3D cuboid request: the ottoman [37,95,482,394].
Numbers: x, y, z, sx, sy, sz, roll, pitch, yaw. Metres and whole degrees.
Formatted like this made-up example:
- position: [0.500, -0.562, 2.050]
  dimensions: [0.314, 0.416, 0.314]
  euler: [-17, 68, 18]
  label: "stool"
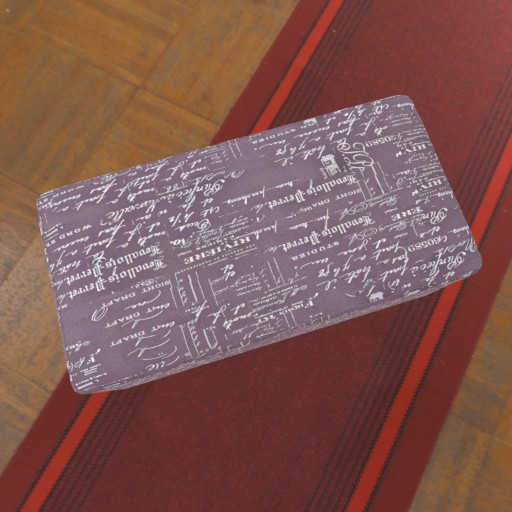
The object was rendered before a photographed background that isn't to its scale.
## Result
- position: [0.000, 0.000, 1.050]
  dimensions: [0.813, 0.457, 0.406]
  euler: [-16, 76, -4]
  label: "ottoman"
